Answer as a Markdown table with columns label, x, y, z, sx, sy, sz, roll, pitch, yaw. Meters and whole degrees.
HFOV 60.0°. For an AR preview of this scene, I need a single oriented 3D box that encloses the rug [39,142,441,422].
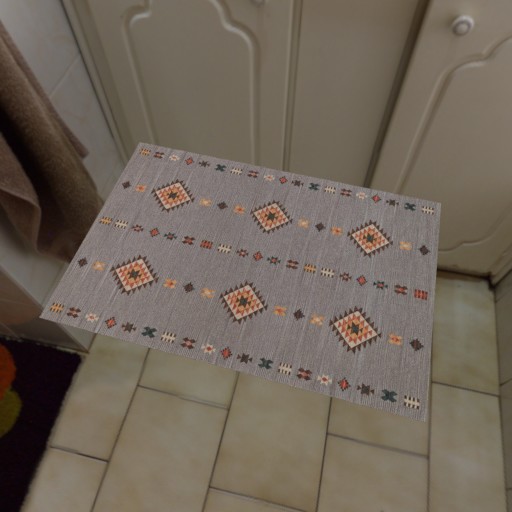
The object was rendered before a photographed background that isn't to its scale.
| label | x | y | z | sx | sy | sz | roll | pitch | yaw |
| --- | --- | --- | --- | --- | --- | --- | --- | --- | --- |
| rug | 0.000 | 0.000 | 2.304 | 1.818 | 0.005 | 1.217 | 13 | 59 | 8 |
